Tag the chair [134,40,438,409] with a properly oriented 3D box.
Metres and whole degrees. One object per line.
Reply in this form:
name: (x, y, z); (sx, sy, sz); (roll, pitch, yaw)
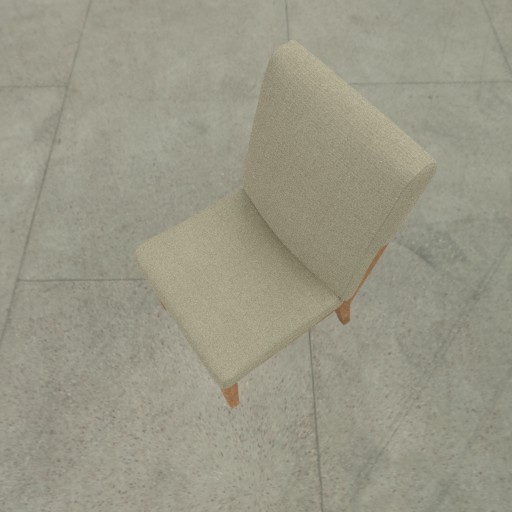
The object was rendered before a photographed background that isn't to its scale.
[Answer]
chair: (0.000, 0.000, 1.288); (0.586, 0.911, 0.507); (-33, 67, -16)
